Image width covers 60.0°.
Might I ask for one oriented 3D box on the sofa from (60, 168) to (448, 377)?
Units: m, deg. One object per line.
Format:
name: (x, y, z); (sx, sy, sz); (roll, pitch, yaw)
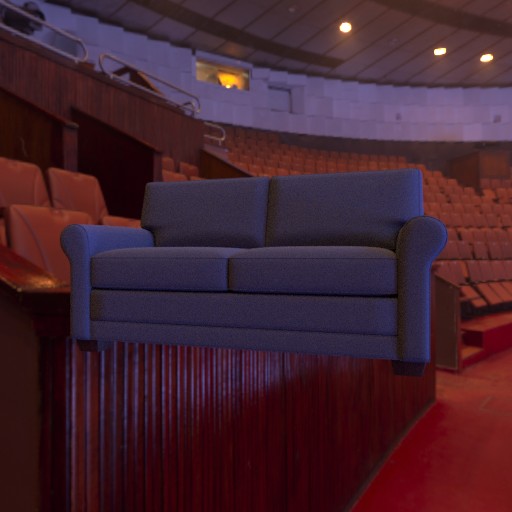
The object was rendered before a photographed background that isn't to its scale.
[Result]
sofa: (0.000, 0.000, 2.519); (1.930, 1.020, 0.940); (0, 0, 17)
